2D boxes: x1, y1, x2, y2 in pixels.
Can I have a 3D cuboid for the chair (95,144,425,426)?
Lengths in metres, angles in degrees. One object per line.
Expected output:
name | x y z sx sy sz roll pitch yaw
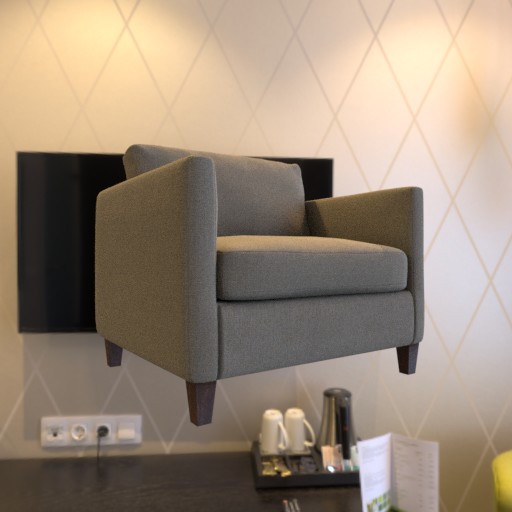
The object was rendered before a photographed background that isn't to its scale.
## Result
chair | 0.000 0.000 1.878 1.107 0.963 0.959 0 0 -35
